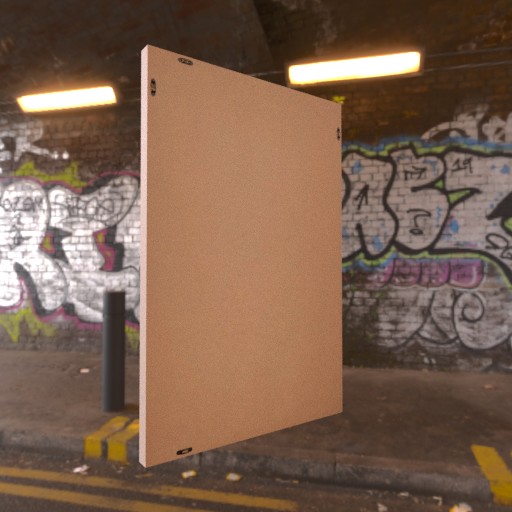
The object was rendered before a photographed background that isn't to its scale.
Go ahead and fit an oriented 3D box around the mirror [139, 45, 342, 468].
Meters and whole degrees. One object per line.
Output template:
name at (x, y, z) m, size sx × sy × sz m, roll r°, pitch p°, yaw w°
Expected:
mirror at (0.000, 0.000, 1.150) m, size 0.609 × 0.915 × 0.041 m, roll 1°, pitch -1°, yaw -36°
